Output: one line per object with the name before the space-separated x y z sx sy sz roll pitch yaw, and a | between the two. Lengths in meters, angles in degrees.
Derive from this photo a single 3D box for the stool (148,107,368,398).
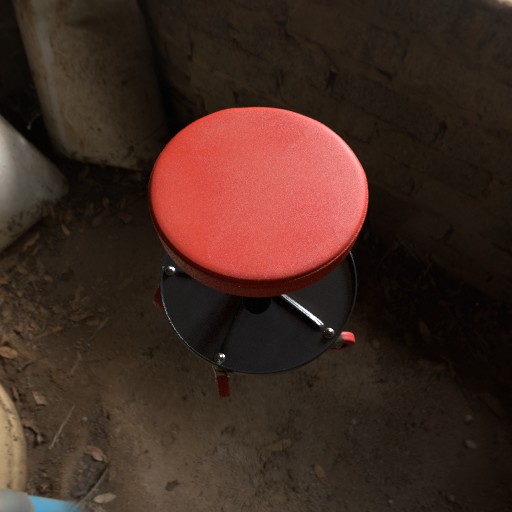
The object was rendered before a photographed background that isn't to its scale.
stool | 0.000 0.000 0.703 0.381 0.365 0.382 0 62 0
